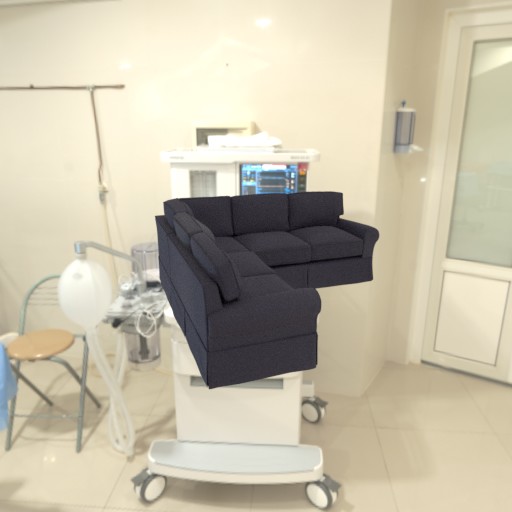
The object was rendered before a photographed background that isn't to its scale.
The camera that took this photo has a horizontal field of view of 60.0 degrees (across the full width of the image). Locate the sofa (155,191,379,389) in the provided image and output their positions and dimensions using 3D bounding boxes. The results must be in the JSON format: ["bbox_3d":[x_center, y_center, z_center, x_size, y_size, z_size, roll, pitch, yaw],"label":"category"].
[{"bbox_3d":[0.000,0.000,5.122,2.874,1.169,3.773,3,17,11],"label":"sofa"}]
